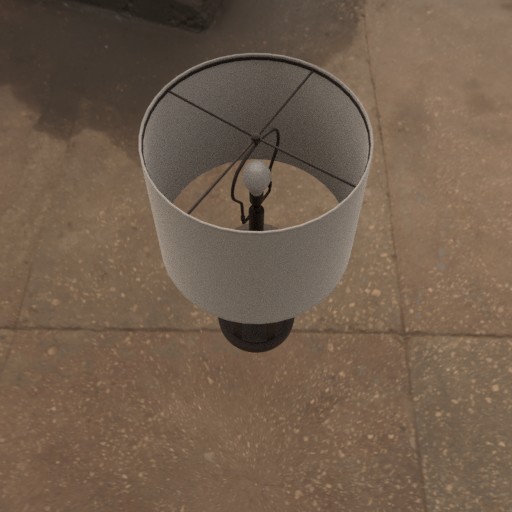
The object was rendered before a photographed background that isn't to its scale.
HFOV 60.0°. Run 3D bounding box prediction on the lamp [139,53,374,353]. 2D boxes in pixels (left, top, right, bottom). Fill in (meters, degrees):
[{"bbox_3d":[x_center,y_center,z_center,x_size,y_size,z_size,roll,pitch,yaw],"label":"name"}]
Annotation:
[{"bbox_3d":[0.000,0.000,0.644,0.251,0.509,0.251,0,63,0],"label":"lamp"}]
